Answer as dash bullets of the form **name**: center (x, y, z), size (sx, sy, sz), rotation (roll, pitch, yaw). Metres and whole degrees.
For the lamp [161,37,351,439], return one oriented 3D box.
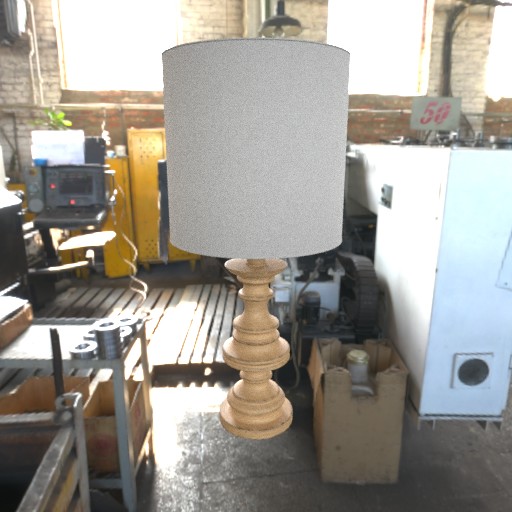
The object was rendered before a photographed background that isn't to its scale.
- **lamp**: center (0.000, 0.000, 0.552), size (0.208, 0.455, 0.208), rotation (-13, 20, -41)
